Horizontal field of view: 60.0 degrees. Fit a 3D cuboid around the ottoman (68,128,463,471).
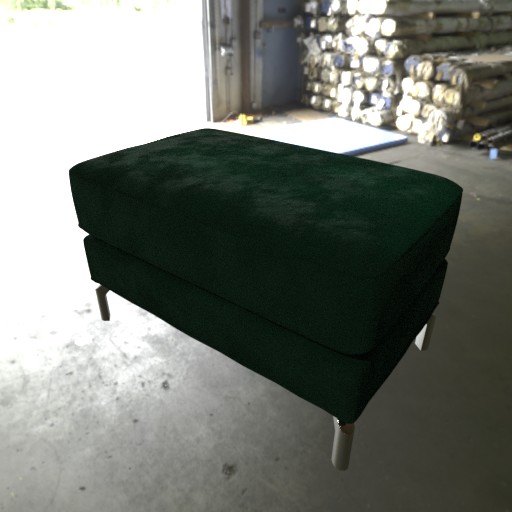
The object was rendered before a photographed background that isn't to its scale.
[{"bbox_3d":[0.000,0.000,1.213,0.886,0.533,0.536,21,36,32],"label":"ottoman"}]
